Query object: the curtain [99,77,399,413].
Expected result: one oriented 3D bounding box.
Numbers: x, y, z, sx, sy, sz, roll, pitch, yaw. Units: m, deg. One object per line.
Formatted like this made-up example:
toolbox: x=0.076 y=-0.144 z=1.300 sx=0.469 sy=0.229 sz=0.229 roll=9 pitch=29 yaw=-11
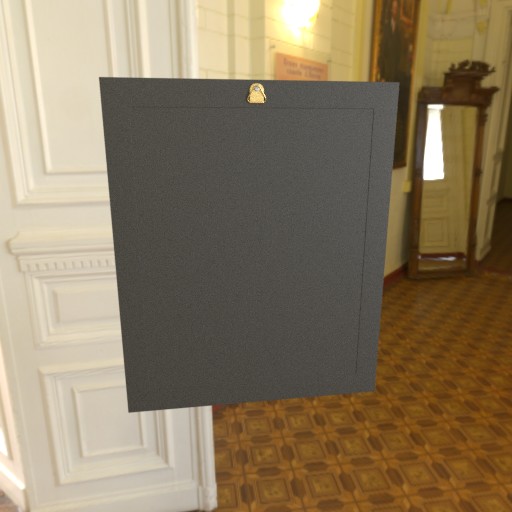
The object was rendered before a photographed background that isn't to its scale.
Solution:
curtain: x=0.000 y=0.000 z=0.788 sx=0.483 sy=0.585 sz=0.027 roll=-2 pitch=16 yaw=-8
